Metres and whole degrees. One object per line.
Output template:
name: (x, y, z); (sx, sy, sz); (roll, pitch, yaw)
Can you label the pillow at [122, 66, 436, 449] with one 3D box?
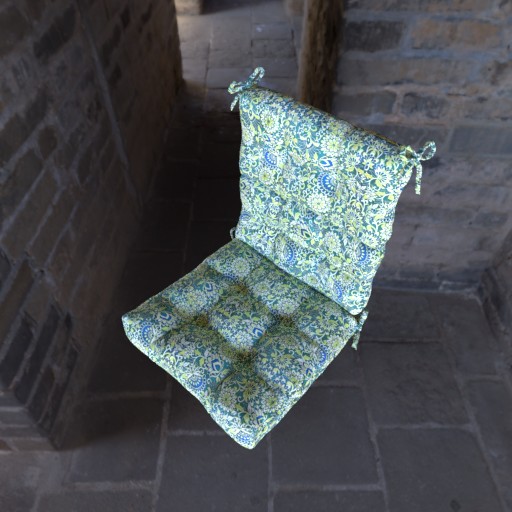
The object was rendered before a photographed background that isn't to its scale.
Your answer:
pillow: (0.000, 0.000, 1.058); (0.519, 0.605, 0.571); (34, 55, 27)
